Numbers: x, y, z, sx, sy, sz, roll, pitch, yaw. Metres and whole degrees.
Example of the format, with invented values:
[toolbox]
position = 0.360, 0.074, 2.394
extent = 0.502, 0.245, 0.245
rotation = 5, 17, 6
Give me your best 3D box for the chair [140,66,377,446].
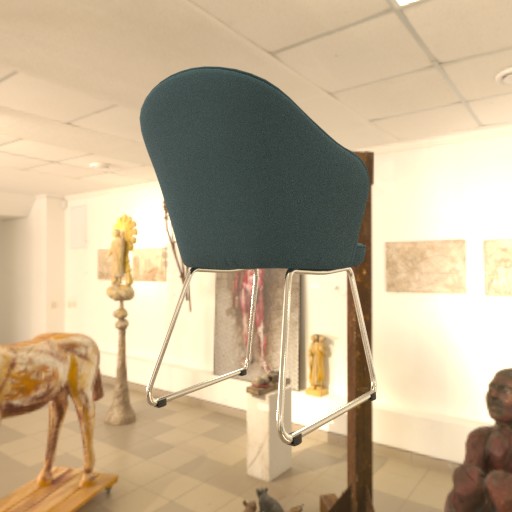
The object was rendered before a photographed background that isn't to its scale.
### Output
[chair]
position = 0.000, 0.000, 1.209
extent = 0.570, 0.815, 0.585
rotation = 0, -1, 36
